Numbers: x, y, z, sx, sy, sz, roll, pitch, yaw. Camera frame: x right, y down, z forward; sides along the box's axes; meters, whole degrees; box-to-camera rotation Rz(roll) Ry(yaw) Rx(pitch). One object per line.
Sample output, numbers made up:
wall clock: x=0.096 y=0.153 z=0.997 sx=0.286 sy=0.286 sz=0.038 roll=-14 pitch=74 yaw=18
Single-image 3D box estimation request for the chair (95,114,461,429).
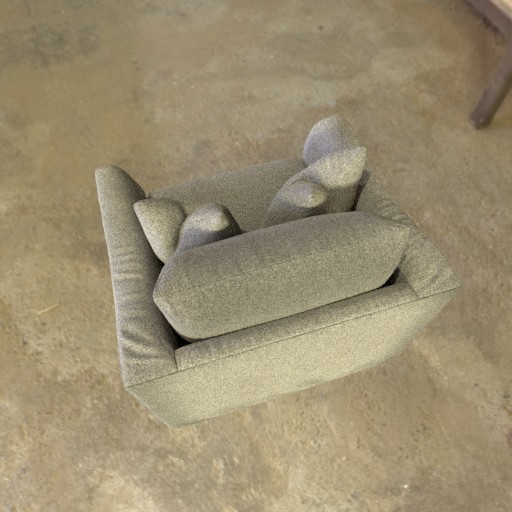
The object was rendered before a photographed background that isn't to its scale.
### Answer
chair: x=0.000 y=0.000 z=1.985 sx=1.194 sy=1.059 sz=1.071 roll=-15 pitch=61 yaw=-8
